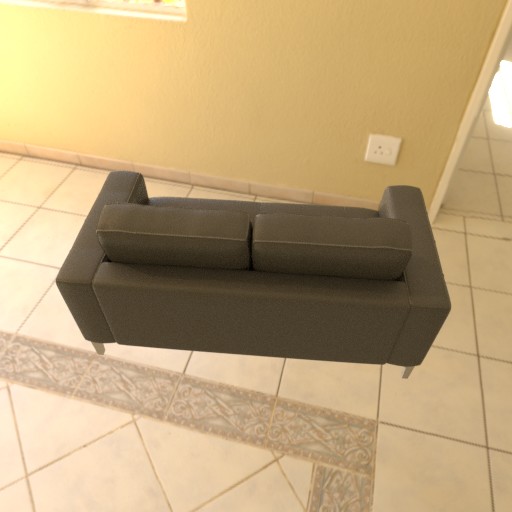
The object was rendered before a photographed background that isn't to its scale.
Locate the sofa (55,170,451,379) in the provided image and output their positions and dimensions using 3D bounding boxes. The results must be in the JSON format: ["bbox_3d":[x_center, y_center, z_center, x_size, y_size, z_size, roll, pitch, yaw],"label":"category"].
[{"bbox_3d":[0.000,0.000,2.275,1.726,0.892,0.833,4,47,3],"label":"sofa"}]
